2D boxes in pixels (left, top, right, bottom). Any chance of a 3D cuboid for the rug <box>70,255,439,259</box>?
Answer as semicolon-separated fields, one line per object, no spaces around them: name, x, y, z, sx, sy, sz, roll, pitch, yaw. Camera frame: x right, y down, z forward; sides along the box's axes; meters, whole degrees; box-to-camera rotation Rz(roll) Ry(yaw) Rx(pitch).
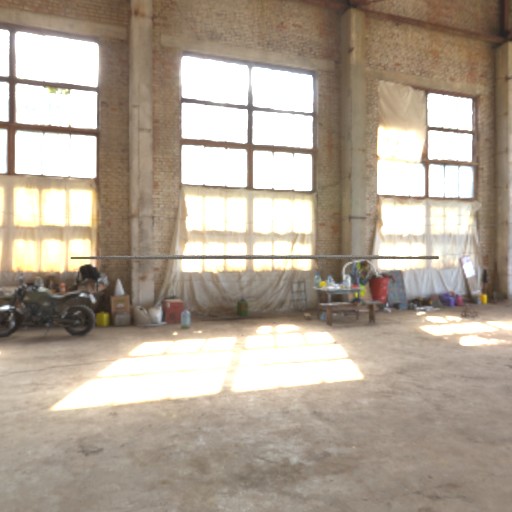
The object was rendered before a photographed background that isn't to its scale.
rug;0.000;0.000;3.034;1.521;0.015;2.436;0;0;0
